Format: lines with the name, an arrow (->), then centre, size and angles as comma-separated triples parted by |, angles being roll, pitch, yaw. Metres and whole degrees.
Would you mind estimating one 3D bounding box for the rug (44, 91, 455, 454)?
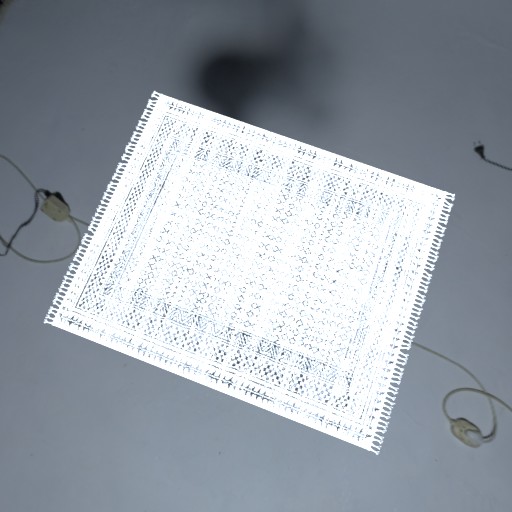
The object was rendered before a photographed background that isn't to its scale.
rug -> 0.000, 0.000, 3.808 | 2.940, 0.013, 2.312 | 20, 78, 4
